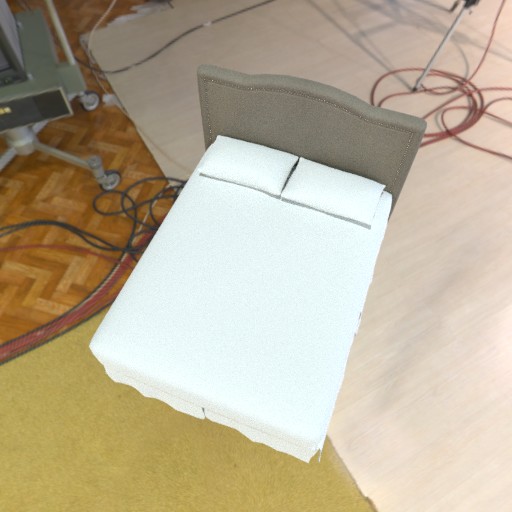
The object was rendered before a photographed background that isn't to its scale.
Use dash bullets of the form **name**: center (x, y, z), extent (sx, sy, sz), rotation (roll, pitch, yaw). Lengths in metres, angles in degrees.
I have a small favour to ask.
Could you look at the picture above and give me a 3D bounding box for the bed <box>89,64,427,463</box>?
- **bed**: center (0.000, 0.000, 3.147), extent (1.744, 1.441, 2.128), rotation (18, 61, 11)
